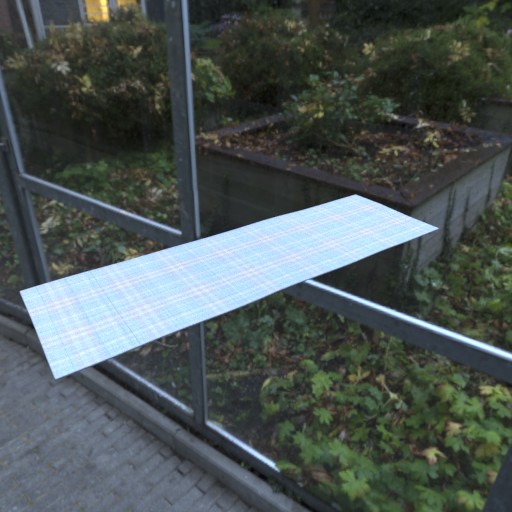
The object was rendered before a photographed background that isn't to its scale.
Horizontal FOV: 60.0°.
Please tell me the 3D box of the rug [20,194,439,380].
[{"bbox_3d":[0.000,0.000,2.618,2.439,0.013,0.762,-18,34,-30],"label":"rug"}]
